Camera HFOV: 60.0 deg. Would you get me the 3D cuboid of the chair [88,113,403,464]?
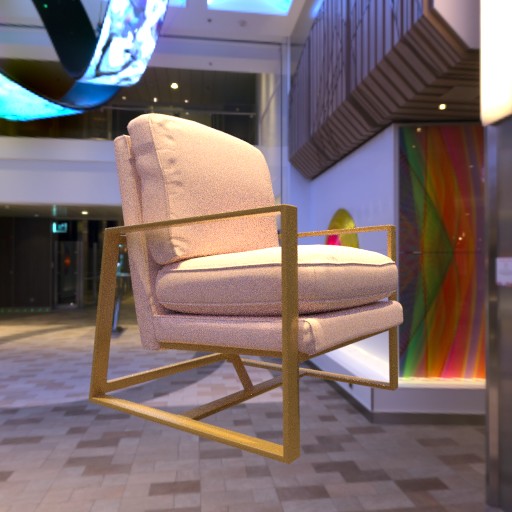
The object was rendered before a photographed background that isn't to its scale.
[{"bbox_3d":[0.000,0.000,1.527,0.813,0.956,0.758,-1,-1,36],"label":"chair"}]
